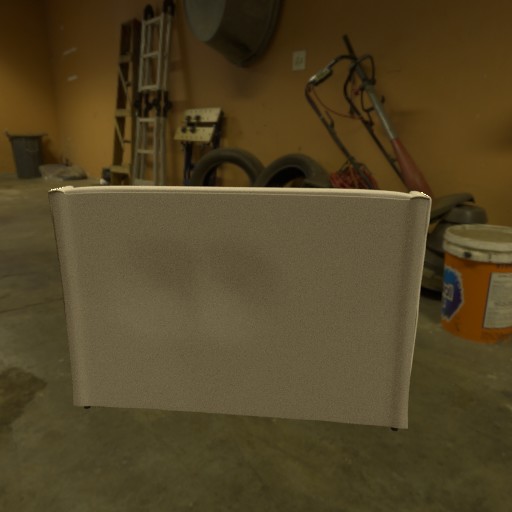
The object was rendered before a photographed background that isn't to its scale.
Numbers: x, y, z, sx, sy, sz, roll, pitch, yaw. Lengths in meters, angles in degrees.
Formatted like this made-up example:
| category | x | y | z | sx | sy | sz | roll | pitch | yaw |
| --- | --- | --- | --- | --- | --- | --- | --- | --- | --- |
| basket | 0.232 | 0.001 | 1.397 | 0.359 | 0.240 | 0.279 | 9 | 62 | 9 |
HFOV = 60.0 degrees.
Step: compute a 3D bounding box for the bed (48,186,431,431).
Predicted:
| category | x | y | z | sx | sy | sz | roll | pitch | yaw |
| --- | --- | --- | --- | --- | --- | --- | --- | --- | --- |
| bed | 0.000 | 0.000 | 3.409 | 1.925 | 1.332 | 2.276 | 2 | 16 | 6 |
